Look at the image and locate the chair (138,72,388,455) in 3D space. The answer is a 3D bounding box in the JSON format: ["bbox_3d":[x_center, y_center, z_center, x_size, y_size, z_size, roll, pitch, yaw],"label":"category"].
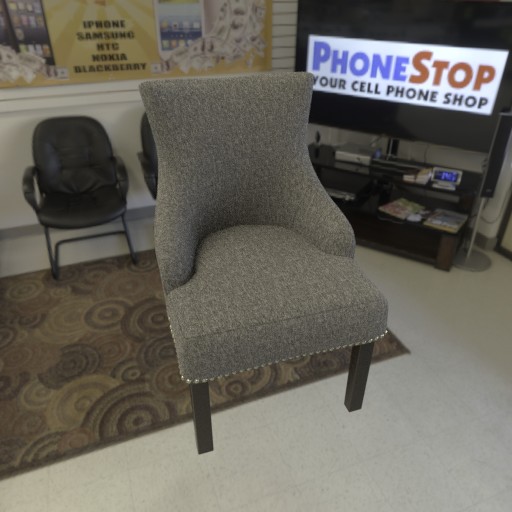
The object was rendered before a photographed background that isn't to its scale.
[{"bbox_3d":[0.000,0.000,1.293,0.566,0.909,0.629,-10,33,-15],"label":"chair"}]
